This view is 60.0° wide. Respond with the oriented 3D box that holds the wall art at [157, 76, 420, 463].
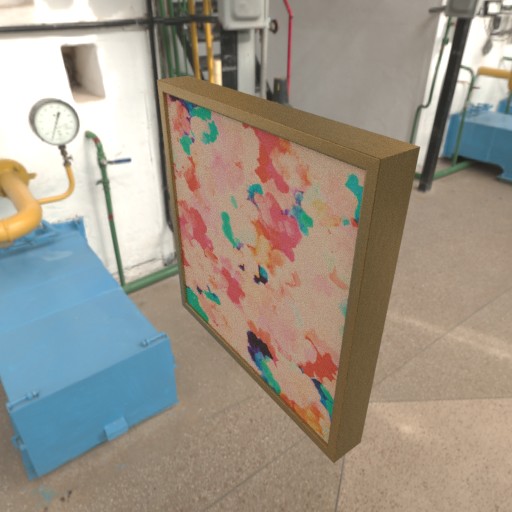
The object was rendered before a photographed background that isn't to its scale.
[{"bbox_3d":[0.000,0.000,0.460,0.038,0.305,0.304,-21,38,-30],"label":"wall art"}]
